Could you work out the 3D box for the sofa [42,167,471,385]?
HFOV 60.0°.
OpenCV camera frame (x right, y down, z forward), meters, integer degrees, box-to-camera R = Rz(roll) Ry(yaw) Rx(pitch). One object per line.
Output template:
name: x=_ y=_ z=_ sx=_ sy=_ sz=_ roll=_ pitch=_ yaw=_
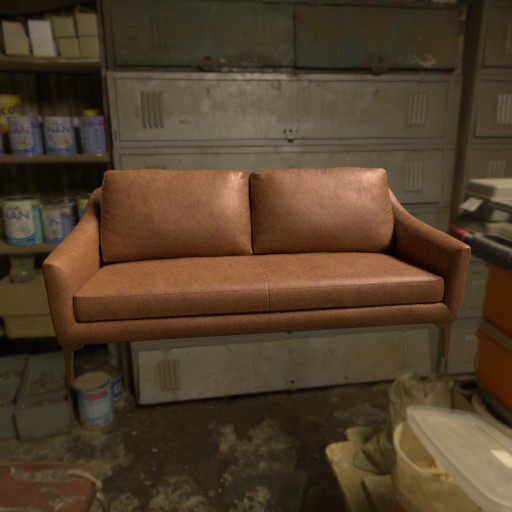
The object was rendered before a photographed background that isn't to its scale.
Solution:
sofa: x=0.000 y=0.000 z=2.538 sx=2.036 sy=0.945 sz=0.981 roll=-2 pitch=16 yaw=-8
